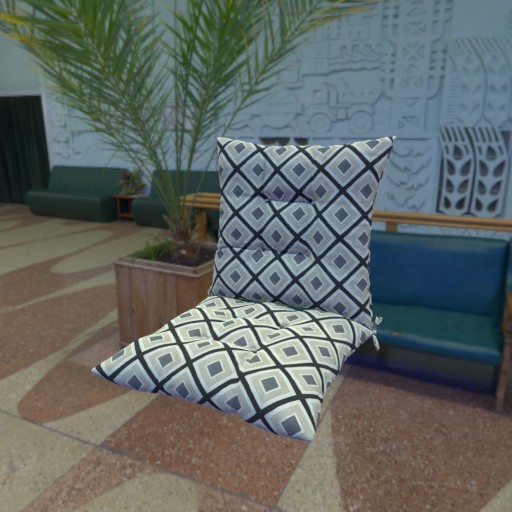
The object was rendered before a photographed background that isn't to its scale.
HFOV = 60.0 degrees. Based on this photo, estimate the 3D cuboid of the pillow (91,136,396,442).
[{"bbox_3d":[0.000,0.000,1.029,0.541,0.536,0.585,8,17,26],"label":"pillow"}]
